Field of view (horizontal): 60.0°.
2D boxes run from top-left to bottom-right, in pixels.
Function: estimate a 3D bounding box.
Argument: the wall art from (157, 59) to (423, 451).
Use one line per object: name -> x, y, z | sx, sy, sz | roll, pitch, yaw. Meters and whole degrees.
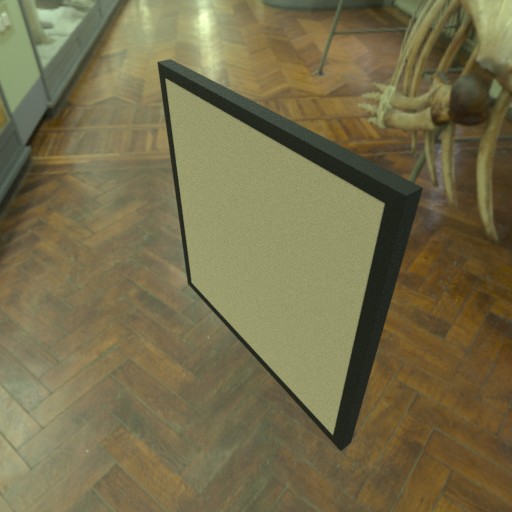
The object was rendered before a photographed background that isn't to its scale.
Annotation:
wall art -> 0.000, 0.000, 0.447 | 0.015, 0.304, 0.306 | -26, 47, -27
